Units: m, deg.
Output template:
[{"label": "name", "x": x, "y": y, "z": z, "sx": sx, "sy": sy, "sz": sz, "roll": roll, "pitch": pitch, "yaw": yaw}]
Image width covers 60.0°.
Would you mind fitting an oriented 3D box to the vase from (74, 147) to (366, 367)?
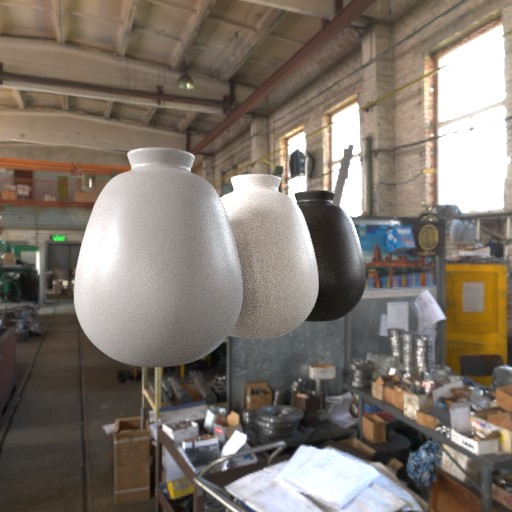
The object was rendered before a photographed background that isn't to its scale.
[{"label": "vase", "x": 0.000, "y": 0.000, "z": 0.348, "sx": 0.097, "sy": 0.122, "sz": 0.297, "roll": 0, "pitch": 0, "yaw": 34}]
